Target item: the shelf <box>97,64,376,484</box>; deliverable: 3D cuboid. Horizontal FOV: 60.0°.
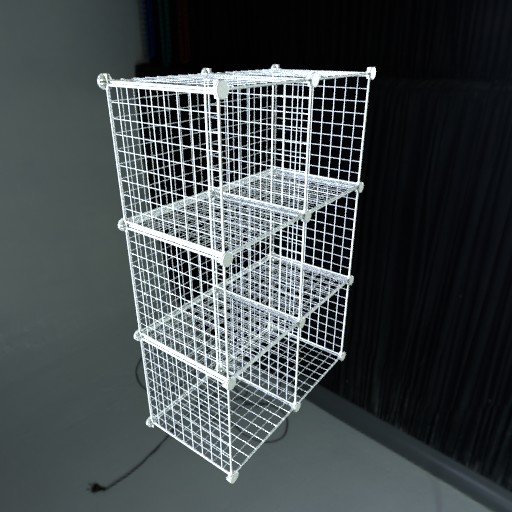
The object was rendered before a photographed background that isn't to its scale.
[{"bbox_3d":[0.000,0.000,1.376,0.356,1.067,0.711,18,31,33],"label":"shelf"}]
